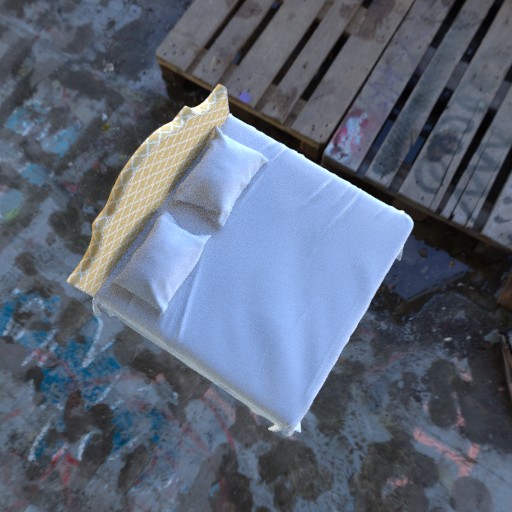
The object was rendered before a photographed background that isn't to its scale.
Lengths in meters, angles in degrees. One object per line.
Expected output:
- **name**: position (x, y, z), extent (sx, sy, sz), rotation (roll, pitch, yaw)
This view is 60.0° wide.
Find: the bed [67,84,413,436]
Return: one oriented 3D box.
- **bed**: position (0.000, 0.000, 3.669), extent (2.222, 1.601, 2.314), rotation (32, 77, 8)
